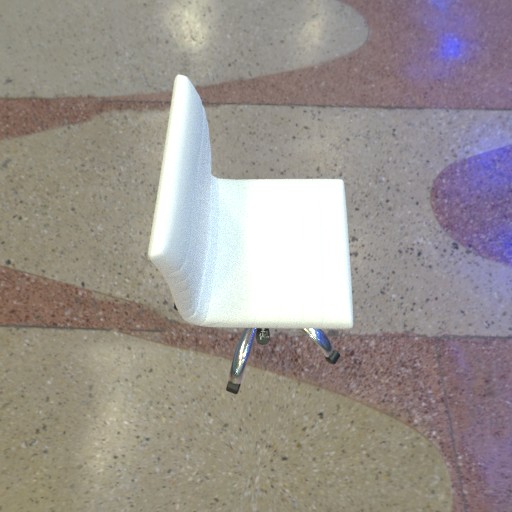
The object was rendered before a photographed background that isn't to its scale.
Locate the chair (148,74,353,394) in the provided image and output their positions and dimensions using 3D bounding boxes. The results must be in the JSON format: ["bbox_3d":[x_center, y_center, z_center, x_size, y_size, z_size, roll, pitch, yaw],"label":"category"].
[{"bbox_3d":[0.000,0.000,1.100,0.530,0.780,0.556,2,64,1],"label":"chair"}]
